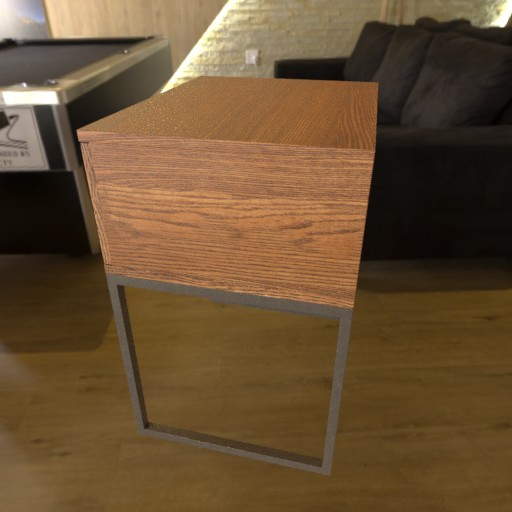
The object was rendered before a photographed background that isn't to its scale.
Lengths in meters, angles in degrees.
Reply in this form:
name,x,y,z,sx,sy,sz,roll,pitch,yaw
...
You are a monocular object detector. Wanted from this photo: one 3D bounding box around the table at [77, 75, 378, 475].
name,x,y,z,sx,sy,sz,roll,pitch,yaw
table,0.000,0.000,0.905,0.400,0.610,0.482,7,31,12
